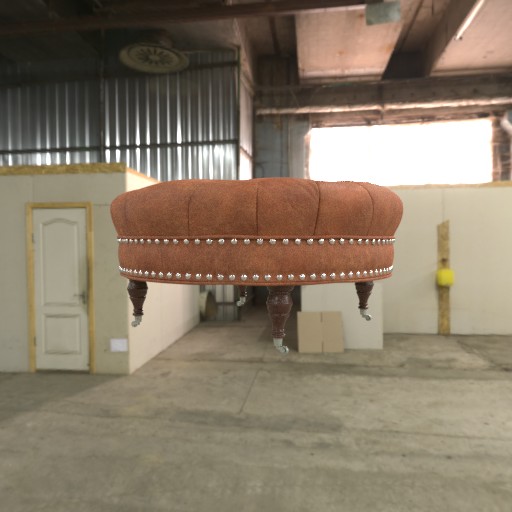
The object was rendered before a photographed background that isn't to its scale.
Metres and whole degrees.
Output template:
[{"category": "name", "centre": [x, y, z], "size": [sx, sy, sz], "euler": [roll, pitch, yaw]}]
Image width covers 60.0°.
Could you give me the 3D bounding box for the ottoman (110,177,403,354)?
[{"category": "ottoman", "centre": [0.000, 0.000, 1.432], "size": [0.901, 0.444, 0.901], "euler": [0, 2, 0]}]
